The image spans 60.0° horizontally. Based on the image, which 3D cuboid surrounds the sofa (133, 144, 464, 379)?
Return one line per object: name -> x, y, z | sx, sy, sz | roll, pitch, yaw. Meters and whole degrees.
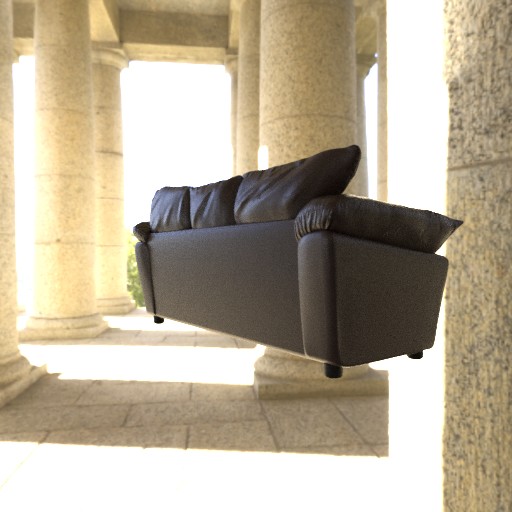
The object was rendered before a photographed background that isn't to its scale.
sofa -> 0.000, 0.000, 2.948 | 0.907, 1.091, 2.390 | 0, 0, -36
